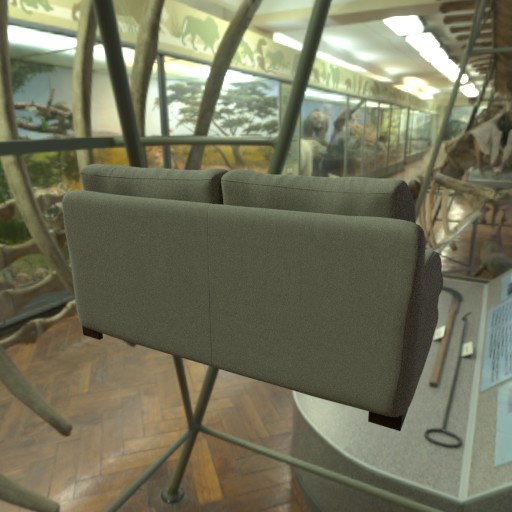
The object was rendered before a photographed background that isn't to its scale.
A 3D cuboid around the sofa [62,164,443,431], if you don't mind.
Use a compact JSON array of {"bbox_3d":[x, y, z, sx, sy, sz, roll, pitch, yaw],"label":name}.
[{"bbox_3d":[0.000,0.000,2.408,1.855,0.980,0.962,8,18,27],"label":"sofa"}]
